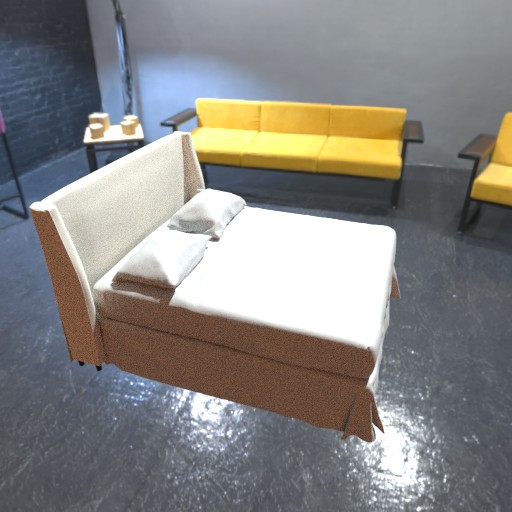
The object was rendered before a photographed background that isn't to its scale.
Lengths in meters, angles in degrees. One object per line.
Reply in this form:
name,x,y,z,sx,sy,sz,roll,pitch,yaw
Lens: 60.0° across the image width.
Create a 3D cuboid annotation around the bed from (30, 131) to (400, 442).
bed,0.000,0.000,3.446,2.276,1.332,1.925,10,31,17
